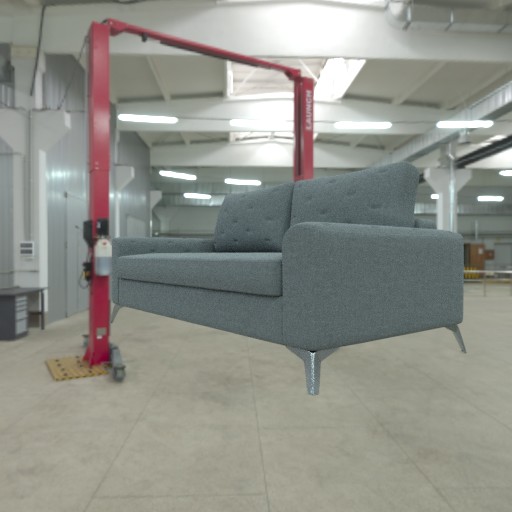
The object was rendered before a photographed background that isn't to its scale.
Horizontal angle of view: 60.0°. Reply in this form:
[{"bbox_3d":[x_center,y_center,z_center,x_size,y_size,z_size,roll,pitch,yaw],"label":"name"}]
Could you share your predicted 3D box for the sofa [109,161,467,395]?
[{"bbox_3d":[0.000,0.000,2.165,0.920,0.790,1.650,0,0,-38],"label":"sofa"}]
